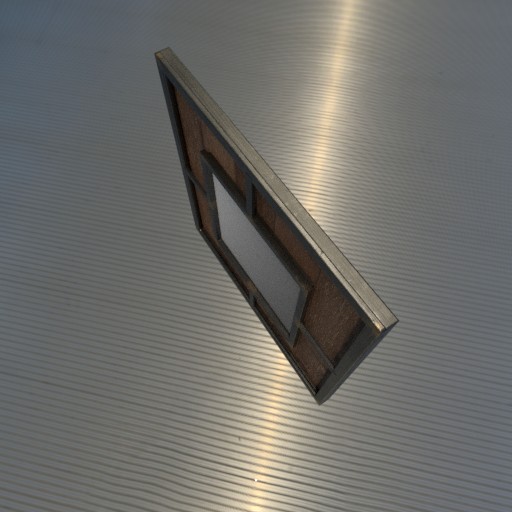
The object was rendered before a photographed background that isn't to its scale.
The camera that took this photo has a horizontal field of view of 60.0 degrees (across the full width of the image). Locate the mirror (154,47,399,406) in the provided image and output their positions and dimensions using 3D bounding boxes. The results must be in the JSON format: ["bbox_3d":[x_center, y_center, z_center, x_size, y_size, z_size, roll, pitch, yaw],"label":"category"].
[{"bbox_3d":[0.000,0.000,0.588,0.020,0.381,0.382,-31,67,-14],"label":"mirror"}]
